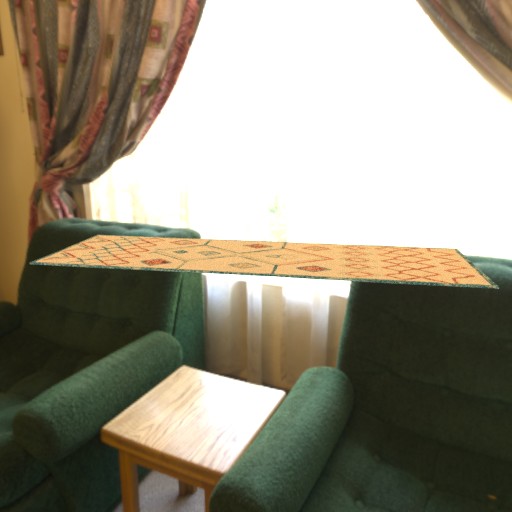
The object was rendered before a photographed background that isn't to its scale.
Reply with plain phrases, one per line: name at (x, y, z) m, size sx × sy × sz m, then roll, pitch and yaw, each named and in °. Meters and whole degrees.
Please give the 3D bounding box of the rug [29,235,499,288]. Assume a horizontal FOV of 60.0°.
rug at (0.000, 0.000, 2.623) m, size 2.435 × 0.011 × 0.750 m, roll 3°, pitch 15°, yaw 9°
